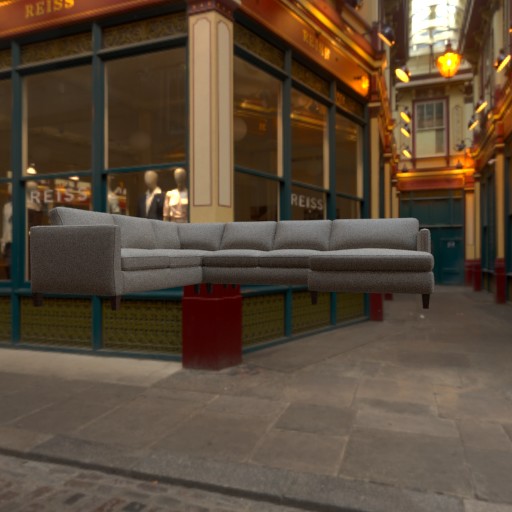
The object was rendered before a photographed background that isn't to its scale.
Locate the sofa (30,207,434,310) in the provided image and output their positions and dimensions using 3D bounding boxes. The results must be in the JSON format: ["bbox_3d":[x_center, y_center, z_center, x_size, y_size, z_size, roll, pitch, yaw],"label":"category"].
[{"bbox_3d":[0.000,0.000,4.540,3.403,0.889,2.551,0,0,18],"label":"sofa"}]
